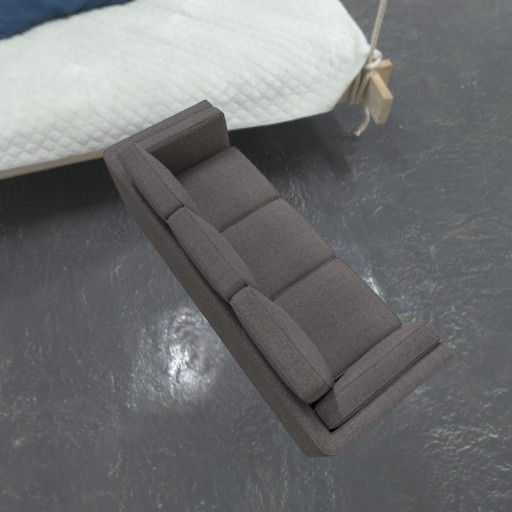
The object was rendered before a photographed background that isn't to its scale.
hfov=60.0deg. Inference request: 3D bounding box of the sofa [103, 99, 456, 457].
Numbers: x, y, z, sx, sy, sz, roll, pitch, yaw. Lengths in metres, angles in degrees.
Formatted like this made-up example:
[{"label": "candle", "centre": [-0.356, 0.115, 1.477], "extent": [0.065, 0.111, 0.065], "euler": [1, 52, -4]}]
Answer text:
[{"label": "sofa", "centre": [0.000, 0.000, 2.818], "extent": [0.903, 0.899, 2.362], "euler": [-32, 65, -17]}]
